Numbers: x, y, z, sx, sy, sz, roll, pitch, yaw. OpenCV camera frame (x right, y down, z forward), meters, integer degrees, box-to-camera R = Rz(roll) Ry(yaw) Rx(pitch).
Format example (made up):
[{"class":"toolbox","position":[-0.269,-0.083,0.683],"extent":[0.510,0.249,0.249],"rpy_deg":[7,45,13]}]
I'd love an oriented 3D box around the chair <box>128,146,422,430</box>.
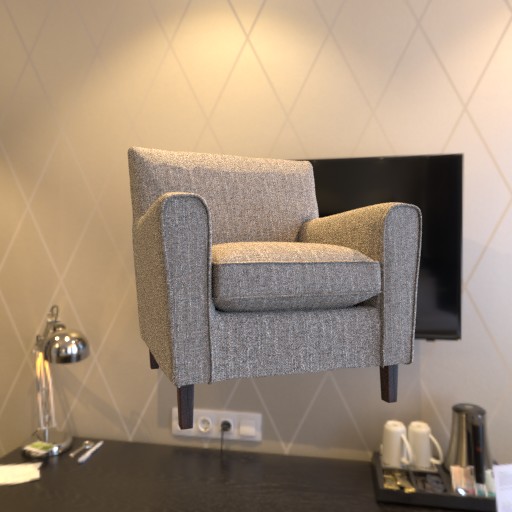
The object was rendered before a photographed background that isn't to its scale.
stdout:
[{"class":"chair","position":[0.000,0.000,1.634],"extent":[0.864,0.928,0.873],"rpy_deg":[0,0,-20]}]
